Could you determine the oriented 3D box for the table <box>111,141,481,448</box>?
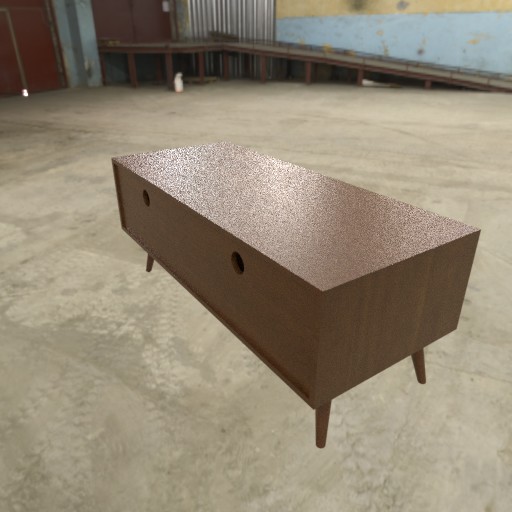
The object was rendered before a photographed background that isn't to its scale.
[{"bbox_3d":[0.000,0.000,1.402,0.490,0.464,1.119,-17,31,-30],"label":"table"}]
